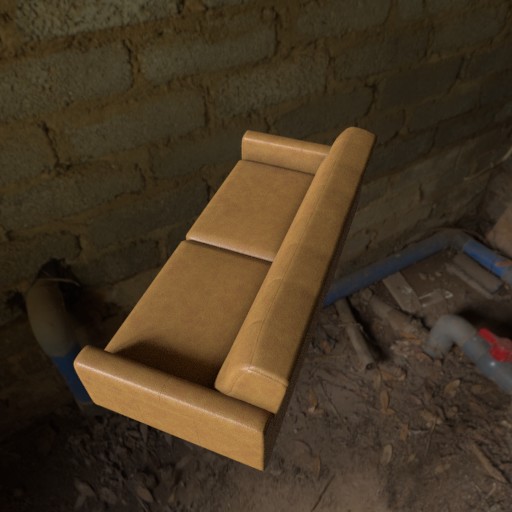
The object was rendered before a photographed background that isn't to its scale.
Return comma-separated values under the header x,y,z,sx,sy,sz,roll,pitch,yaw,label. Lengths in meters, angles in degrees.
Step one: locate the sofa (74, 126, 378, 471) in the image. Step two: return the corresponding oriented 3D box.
x,y,z,sx,sy,sz,roll,pitch,yaw,label
0.000,0.000,2.660,0.980,0.892,2.137,15,48,14,sofa
